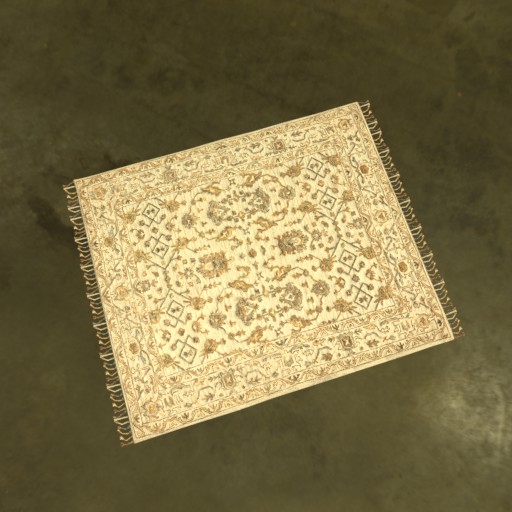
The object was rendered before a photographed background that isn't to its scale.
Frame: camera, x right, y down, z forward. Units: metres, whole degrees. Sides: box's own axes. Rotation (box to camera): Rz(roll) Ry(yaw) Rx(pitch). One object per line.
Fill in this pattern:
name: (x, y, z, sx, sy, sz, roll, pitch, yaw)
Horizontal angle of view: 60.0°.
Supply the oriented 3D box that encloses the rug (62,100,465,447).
rug: (0.000, 0.000, 3.979, 3.061, 0.034, 2.426, -17, 76, -4)
